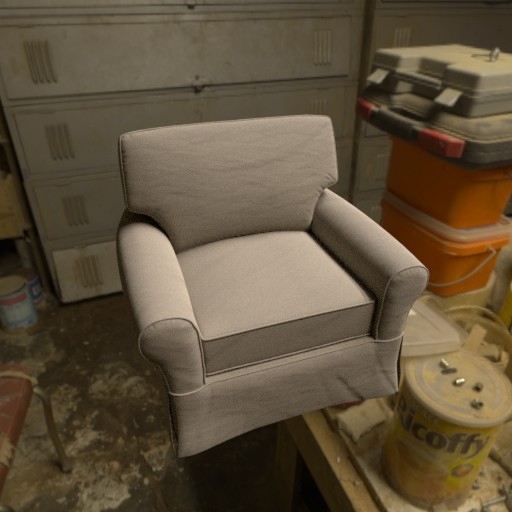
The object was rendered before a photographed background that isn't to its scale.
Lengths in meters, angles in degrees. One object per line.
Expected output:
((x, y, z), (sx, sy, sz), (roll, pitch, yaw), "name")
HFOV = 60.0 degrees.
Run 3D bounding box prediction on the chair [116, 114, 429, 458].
((0.000, 0.000, 1.914), (1.135, 1.017, 0.988), (-10, 32, -17), "chair")
